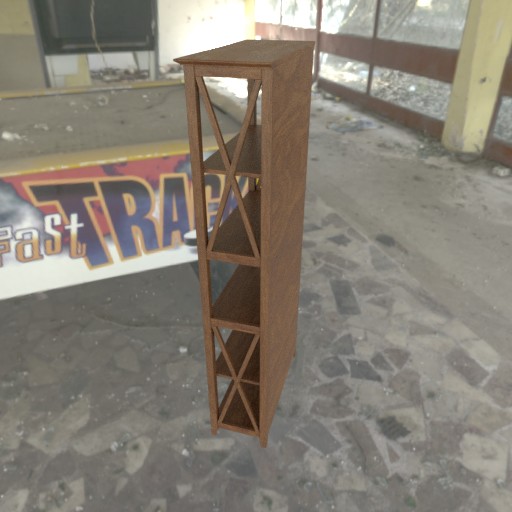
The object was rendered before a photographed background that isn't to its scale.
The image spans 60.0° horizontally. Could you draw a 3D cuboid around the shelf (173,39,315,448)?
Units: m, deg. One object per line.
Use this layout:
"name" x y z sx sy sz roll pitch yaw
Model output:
"shelf" 0.000 0.000 2.237 0.335 1.905 0.805 9 31 14
